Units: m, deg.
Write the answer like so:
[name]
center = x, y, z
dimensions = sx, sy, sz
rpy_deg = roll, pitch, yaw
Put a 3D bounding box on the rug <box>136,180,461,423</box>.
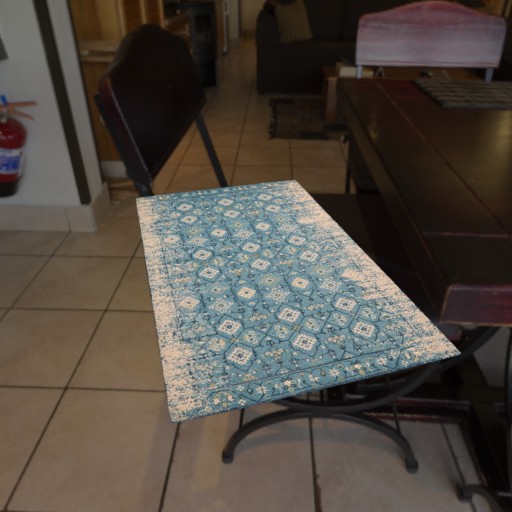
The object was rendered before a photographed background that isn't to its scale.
[rug]
center = 0.000, 0.000, 2.274
dimensions = 1.102, 0.008, 1.795
rpy_deg = -9, 33, -14
